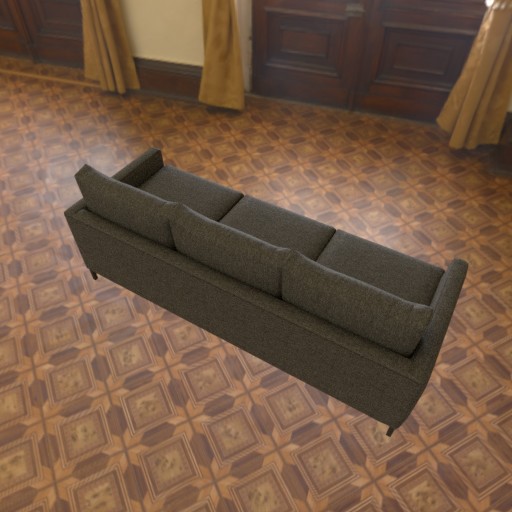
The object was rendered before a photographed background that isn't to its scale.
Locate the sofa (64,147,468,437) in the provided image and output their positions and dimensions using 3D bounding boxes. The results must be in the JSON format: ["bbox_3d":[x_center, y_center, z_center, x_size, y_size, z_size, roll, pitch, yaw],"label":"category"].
[{"bbox_3d":[0.000,0.000,2.690,2.253,0.879,0.876,23,51,21],"label":"sofa"}]
